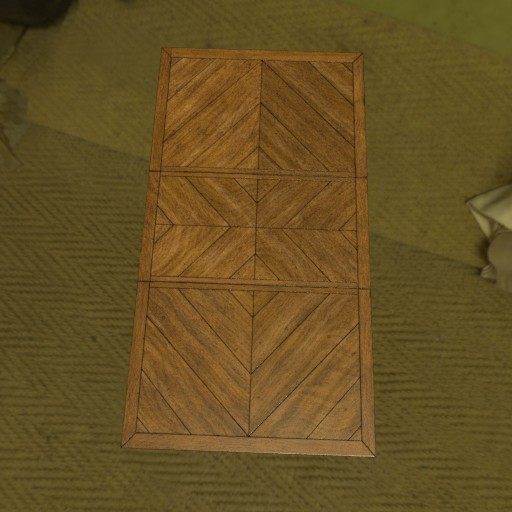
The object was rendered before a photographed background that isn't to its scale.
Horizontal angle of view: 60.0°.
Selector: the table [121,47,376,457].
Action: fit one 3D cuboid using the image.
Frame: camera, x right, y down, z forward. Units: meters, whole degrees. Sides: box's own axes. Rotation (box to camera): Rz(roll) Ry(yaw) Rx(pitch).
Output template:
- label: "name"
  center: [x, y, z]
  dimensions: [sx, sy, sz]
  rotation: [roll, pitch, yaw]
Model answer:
- label: "table"
  center: [0.000, 0.000, 1.853]
  dimensions: [0.757, 0.760, 1.400]
  rotation: [2, 75, 0]
